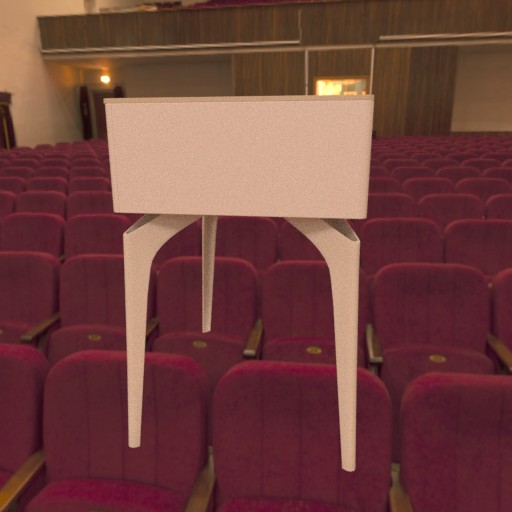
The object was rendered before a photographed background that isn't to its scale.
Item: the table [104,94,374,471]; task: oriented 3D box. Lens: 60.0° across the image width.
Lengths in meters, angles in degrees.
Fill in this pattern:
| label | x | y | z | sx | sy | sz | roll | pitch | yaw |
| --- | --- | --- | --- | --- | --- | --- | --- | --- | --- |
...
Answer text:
| label | x | y | z | sx | sy | sz | roll | pitch | yaw |
| --- | --- | --- | --- | --- | --- | --- | --- | --- | --- |
| table | 0.000 | 0.000 | 0.903 | 0.400 | 0.570 | 0.500 | 2 | 15 | 9 |
